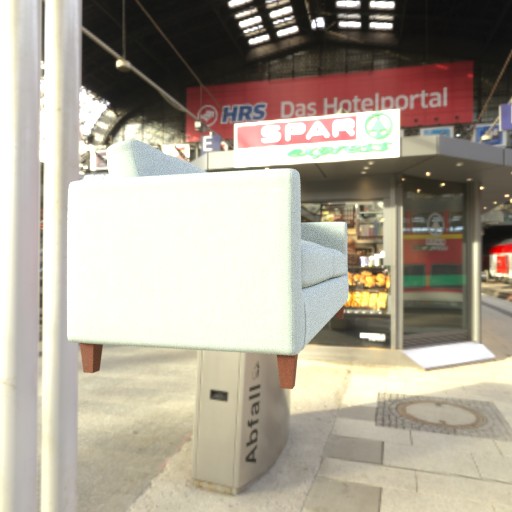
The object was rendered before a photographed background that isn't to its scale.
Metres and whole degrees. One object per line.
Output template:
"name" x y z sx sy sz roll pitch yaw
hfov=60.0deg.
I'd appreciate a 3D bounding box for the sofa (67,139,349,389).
"sofa" 0.000 0.000 2.651 0.951 0.965 2.208 0 -1 16
